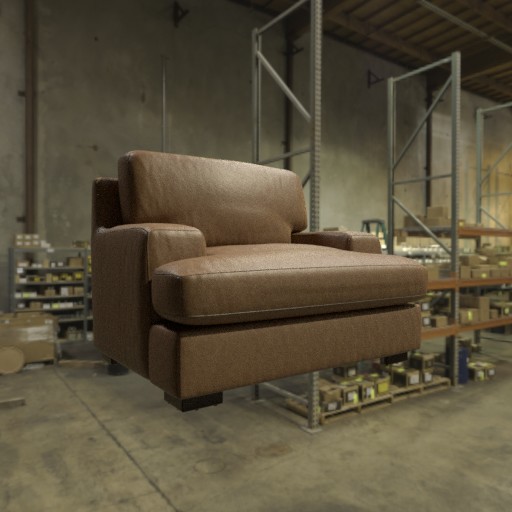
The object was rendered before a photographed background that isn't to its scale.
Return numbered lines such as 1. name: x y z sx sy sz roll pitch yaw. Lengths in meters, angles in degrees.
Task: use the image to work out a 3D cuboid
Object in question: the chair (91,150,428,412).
1. chair: 0.000 0.000 2.040 1.276 0.978 1.050 0 1 -35
